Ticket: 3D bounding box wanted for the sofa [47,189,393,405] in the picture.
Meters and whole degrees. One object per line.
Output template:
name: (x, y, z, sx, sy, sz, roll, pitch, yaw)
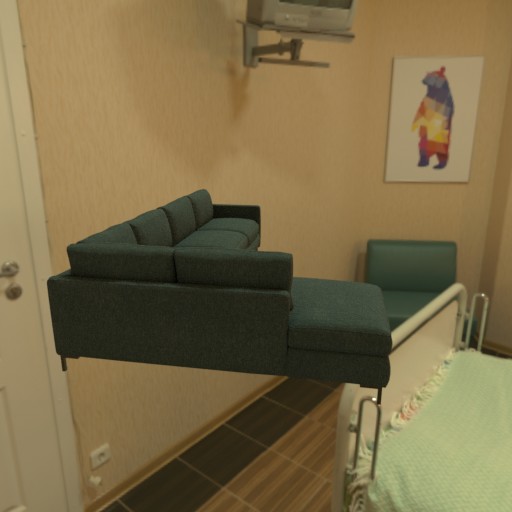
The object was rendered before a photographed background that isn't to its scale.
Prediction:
sofa: (0.000, 0.000, 3.858, 2.007, 0.815, 2.949, 3, 16, 10)
